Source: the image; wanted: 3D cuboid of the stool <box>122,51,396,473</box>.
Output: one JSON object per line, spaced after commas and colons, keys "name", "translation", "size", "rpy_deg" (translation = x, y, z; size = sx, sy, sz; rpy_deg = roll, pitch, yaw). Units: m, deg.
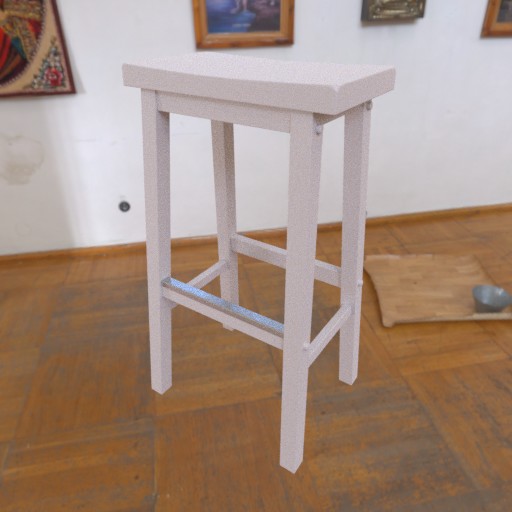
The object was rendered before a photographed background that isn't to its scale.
{"name": "stool", "translation": [0.000, 0.000, 0.928], "size": [0.406, 0.742, 0.322], "rpy_deg": [19, 35, 29]}
